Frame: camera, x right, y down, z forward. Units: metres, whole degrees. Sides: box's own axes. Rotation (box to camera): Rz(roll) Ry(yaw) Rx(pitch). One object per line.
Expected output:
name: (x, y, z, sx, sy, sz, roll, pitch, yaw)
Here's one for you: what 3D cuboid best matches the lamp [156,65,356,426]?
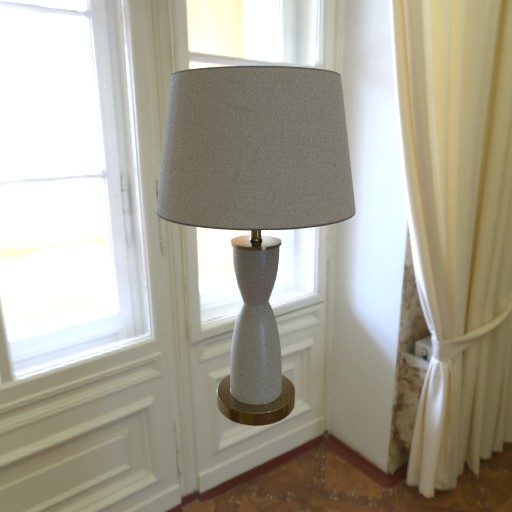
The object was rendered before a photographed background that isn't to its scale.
lamp: (0.000, 0.000, 0.723, 0.309, 0.545, 0.309, 0, 16, 0)
